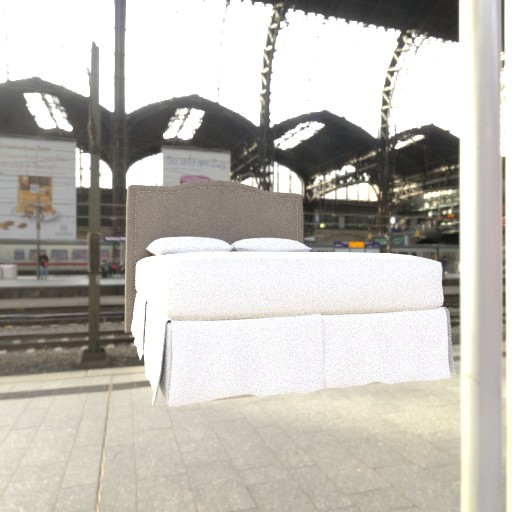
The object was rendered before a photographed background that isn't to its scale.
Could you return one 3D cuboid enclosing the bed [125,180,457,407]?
[{"bbox_3d":[0.000,0.000,3.230,1.744,1.441,2.128,0,-1,-19],"label":"bed"}]
